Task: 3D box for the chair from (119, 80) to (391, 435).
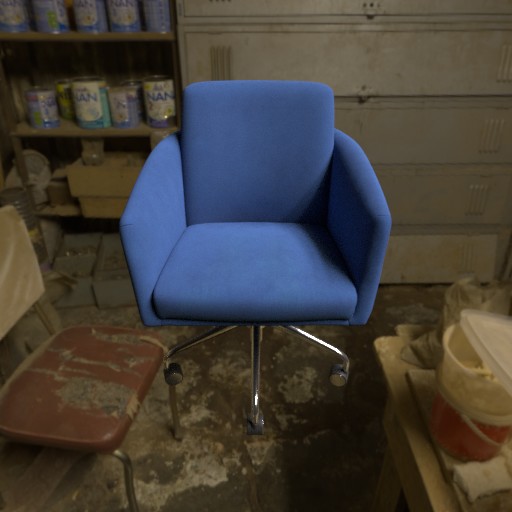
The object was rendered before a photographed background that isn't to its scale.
[{"bbox_3d":[0.000,0.000,1.328,0.641,0.908,0.635,0,30,1],"label":"chair"}]
